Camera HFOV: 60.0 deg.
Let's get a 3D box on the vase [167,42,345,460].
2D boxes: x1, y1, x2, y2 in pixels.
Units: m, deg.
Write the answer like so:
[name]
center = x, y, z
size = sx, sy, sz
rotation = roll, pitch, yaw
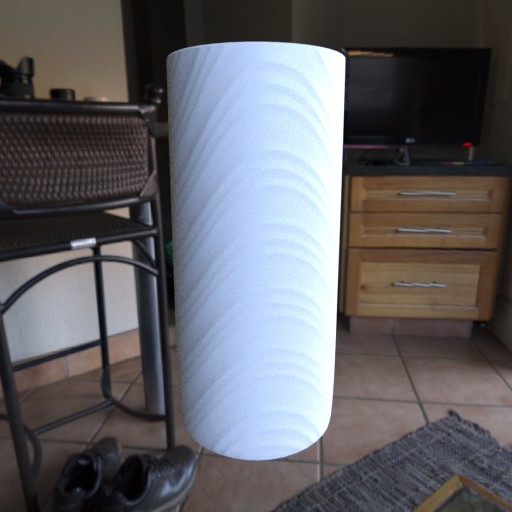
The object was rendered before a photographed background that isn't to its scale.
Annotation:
[vase]
center = 0.000, 0.000, 0.386
size = 0.143, 0.316, 0.143
rotation = 0, 14, 0
